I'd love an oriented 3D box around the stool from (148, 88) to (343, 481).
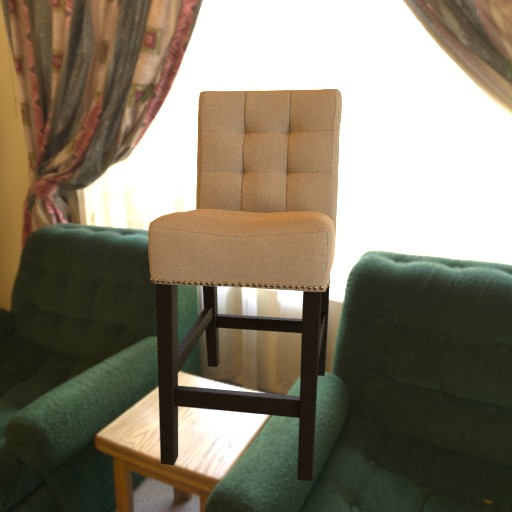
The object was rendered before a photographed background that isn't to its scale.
[{"bbox_3d":[0.000,0.000,1.177,0.427,0.885,0.571,2,15,9],"label":"stool"}]
